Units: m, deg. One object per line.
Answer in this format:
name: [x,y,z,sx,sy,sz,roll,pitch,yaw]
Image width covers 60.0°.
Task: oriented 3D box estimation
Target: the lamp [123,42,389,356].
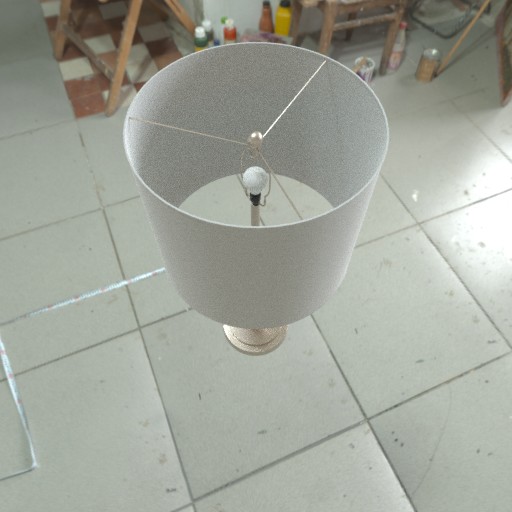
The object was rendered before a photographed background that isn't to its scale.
lamp: [0.000,0.000,0.691,0.277,0.538,0.277,33,64,19]
